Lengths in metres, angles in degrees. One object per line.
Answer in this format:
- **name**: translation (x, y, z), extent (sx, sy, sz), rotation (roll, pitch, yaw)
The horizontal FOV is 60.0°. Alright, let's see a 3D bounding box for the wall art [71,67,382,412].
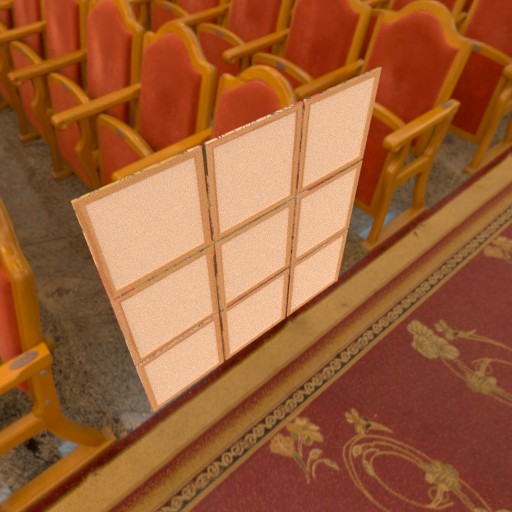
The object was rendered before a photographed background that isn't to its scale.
- **wall art**: translation (0.000, 0.000, 2.291), extent (1.519, 1.534, 0.013), rotation (-31, 54, -26)
